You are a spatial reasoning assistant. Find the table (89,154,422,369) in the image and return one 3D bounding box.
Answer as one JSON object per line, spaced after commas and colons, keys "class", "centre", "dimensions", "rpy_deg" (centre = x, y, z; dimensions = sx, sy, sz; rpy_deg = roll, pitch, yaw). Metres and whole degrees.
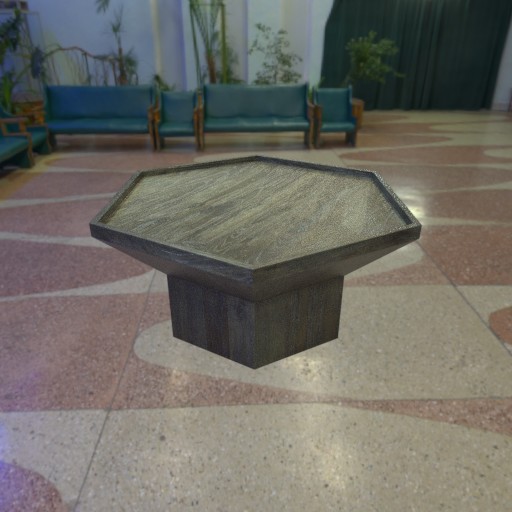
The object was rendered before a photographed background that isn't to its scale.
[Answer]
{"class": "table", "centre": [0.000, 0.000, 1.643], "dimensions": [0.966, 0.488, 1.115], "rpy_deg": [0, 27, 1]}
